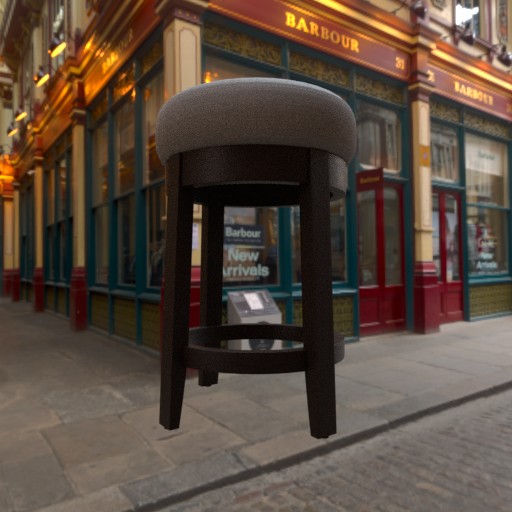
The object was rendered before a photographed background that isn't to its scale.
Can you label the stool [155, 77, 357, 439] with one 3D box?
[{"bbox_3d":[0.000,0.000,0.993,0.443,0.672,0.443,0,-1,0],"label":"stool"}]
